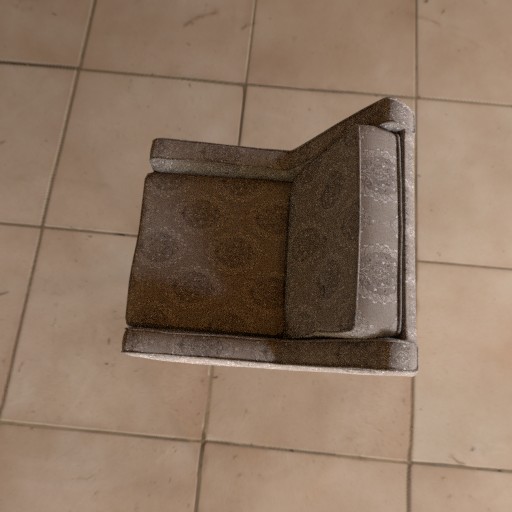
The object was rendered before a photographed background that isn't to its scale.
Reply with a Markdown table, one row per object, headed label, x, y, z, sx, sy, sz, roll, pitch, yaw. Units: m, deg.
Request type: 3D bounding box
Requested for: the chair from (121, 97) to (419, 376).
| label | x | y | z | sx | sy | sz | roll | pitch | yaw |
| --- | --- | --- | --- | --- | --- | --- | --- | --- | --- |
| chair | 0.000 | 0.000 | 1.355 | 0.750 | 0.797 | 0.665 | 4 | 76 | 1 |
